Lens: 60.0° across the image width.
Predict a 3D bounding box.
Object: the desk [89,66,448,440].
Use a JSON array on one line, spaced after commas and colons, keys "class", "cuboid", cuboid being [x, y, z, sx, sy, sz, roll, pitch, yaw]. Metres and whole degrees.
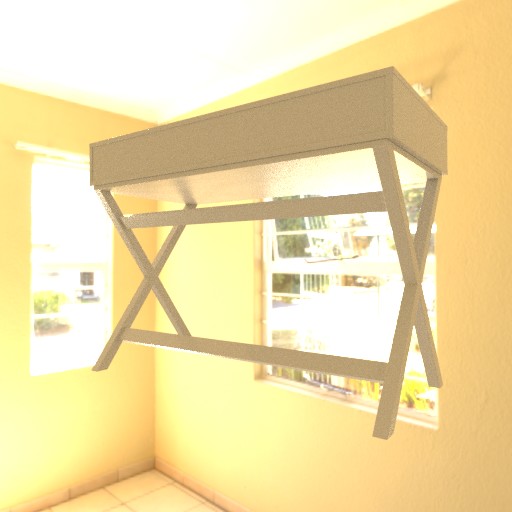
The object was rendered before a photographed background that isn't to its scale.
[{"class": "desk", "cuboid": [0.000, 0.000, 1.430, 1.059, 0.780, 0.509, -1, -1, 35]}]
